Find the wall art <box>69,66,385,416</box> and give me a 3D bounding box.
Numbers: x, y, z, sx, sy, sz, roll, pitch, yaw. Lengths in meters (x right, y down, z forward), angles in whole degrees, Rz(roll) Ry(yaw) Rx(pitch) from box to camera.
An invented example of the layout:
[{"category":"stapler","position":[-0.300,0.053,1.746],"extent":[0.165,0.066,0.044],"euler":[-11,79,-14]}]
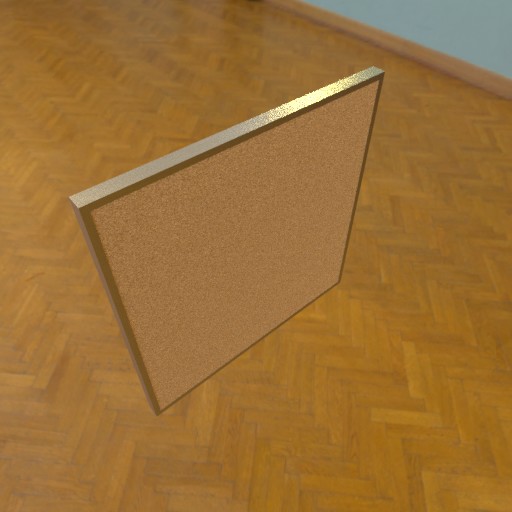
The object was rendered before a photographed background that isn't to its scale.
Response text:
[{"category":"wall art","position":[0.000,0.000,1.218],"extent":[0.806,0.806,0.038],"euler":[-32,54,-27]}]
